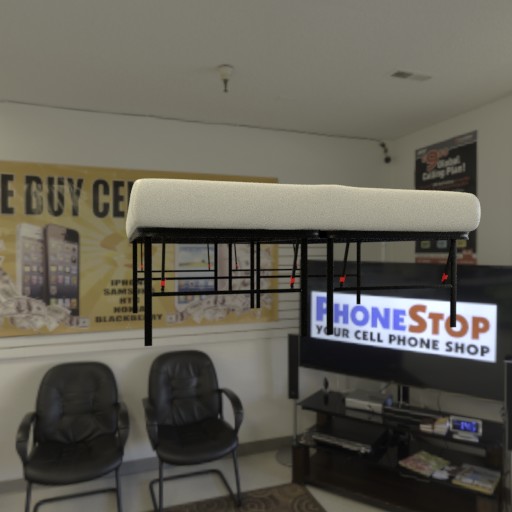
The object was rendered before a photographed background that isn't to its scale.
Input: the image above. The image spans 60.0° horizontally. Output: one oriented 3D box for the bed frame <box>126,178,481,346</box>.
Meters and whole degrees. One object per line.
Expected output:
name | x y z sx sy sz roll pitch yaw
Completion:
bed frame | 0.000 0.000 2.826 1.584 0.667 2.151 0 1 -17
